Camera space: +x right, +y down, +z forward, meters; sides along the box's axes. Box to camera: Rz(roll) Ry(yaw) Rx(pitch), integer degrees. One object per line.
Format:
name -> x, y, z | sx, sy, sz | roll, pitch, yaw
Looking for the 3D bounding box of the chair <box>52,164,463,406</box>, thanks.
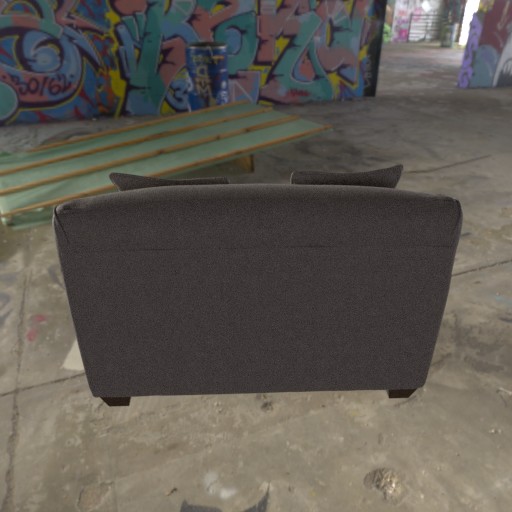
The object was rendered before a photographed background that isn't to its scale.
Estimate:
chair -> 0.000, 0.000, 2.044 | 1.395, 0.953, 0.992 | -1, 29, -2
